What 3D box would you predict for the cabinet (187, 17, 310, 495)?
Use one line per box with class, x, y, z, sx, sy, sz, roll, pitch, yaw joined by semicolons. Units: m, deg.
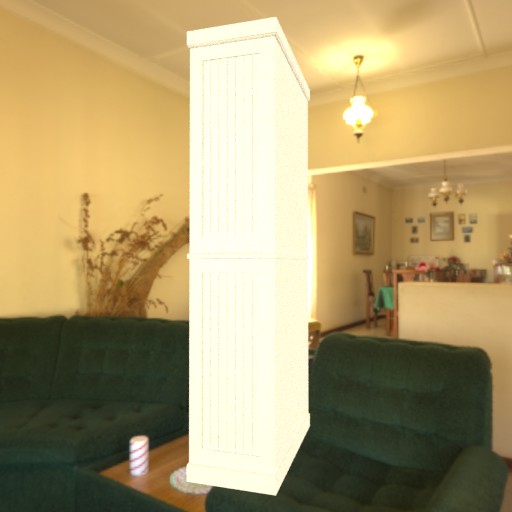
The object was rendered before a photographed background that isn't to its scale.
cabinet;0.000;0.000;2.108;0.390;1.829;0.754;0;-1;17
